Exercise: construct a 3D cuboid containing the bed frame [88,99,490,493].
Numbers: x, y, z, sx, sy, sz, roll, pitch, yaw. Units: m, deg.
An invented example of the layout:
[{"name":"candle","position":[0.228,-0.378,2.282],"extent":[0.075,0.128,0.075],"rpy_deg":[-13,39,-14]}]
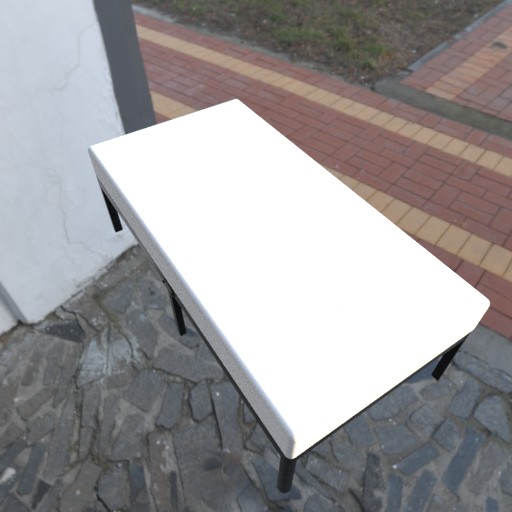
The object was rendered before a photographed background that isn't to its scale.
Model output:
[{"name":"bed frame","position":[0.000,0.000,2.374],"extent":[1.023,0.659,1.950],"rpy_deg":[-26,53,-22]}]
